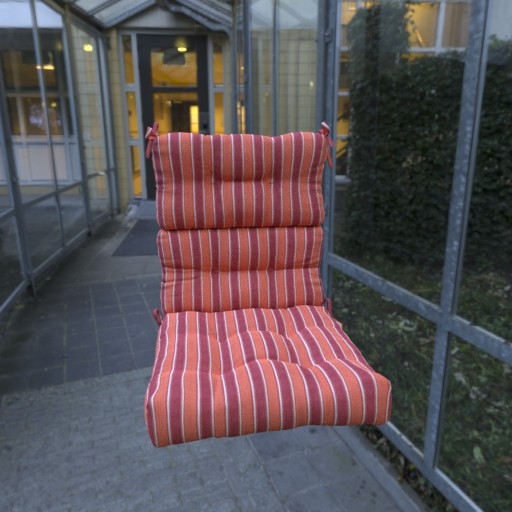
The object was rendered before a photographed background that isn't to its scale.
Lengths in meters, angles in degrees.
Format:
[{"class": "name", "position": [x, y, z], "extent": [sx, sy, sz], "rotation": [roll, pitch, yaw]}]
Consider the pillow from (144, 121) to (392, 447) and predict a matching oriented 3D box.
[{"class": "pillow", "position": [0.000, 0.000, 1.028], "extent": [0.519, 0.605, 0.571], "rotation": [-2, 16, -8]}]
